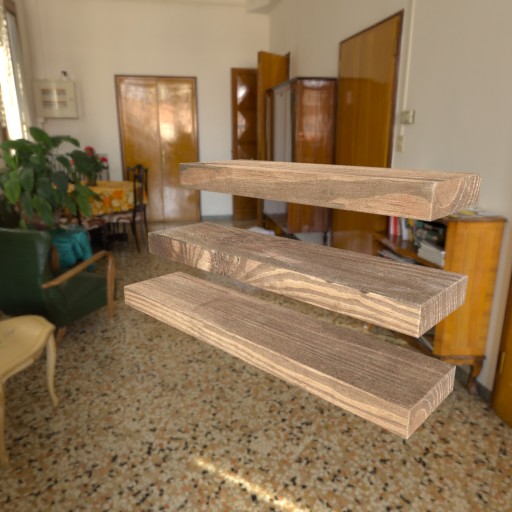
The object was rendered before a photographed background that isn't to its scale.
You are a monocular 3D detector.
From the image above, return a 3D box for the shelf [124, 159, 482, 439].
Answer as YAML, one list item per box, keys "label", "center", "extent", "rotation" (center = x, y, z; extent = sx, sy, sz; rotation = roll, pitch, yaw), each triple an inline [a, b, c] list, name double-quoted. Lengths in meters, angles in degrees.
- label: "shelf"
  center: [0.000, 0.000, 0.720]
  extent: [0.610, 0.293, 0.140]
  rotation: [14, 21, 41]
